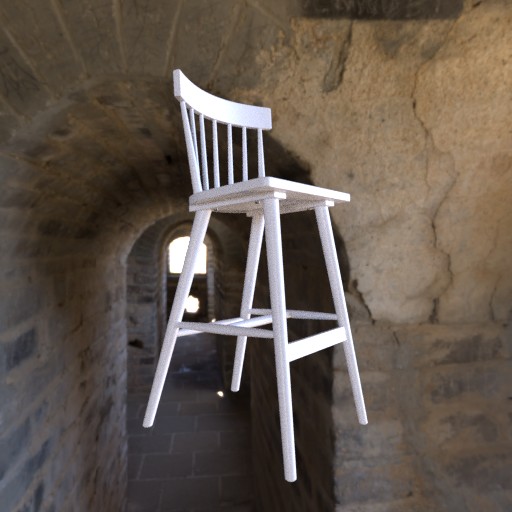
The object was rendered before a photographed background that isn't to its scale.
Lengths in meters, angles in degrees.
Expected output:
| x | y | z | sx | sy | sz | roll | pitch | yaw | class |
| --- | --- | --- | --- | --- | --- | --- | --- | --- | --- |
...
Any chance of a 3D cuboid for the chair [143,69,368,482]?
| x | y | z | sx | sy | sz | roll | pitch | yaw | class |
| --- | --- | --- | --- | --- | --- | --- | --- | --- | --- |
| 0.000 | 0.000 | 1.419 | 0.572 | 1.092 | 0.483 | 1 | 2 | 37 | chair |
